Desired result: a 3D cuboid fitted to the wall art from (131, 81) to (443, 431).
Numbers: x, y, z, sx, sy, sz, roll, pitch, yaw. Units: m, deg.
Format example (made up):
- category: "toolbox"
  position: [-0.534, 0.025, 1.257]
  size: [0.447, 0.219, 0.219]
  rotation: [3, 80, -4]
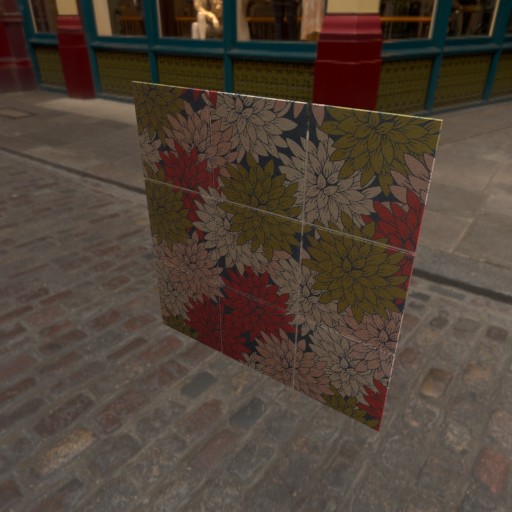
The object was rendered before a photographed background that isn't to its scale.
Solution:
- category: "wall art"
  position: [0.000, 0.000, 1.776]
  size: [1.206, 1.218, 0.013]
  rotation: [19, 35, 30]
